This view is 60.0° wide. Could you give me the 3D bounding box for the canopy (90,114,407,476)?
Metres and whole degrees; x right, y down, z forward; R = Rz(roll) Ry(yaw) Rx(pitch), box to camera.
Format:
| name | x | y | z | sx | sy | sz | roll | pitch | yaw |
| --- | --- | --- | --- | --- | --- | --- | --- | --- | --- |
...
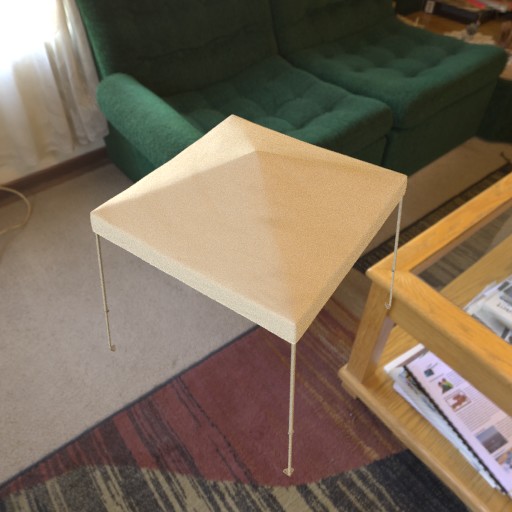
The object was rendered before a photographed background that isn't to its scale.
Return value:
| name | x | y | z | sx | sy | sz | roll | pitch | yaw |
| --- | --- | --- | --- | --- | --- | --- | --- | --- | --- |
| canopy | 0.000 | 0.000 | 6.567 | 3.600 | 3.600 | 3.599 | 26 | 52 | 23 |
